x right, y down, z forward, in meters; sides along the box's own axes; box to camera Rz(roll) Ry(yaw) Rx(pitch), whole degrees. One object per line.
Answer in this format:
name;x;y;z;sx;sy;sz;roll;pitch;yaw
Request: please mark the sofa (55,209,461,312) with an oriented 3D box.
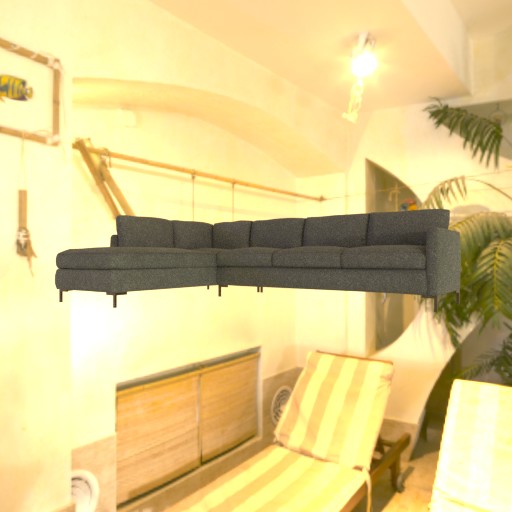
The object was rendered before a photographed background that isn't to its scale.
sofa;0.000;0.000;3.834;2.949;0.815;2.007;0;0;36
